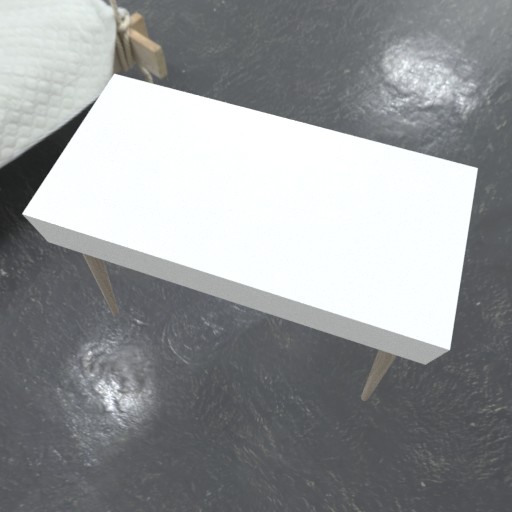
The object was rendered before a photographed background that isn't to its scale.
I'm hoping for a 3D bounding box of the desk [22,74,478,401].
[{"bbox_3d":[0.000,0.000,1.375,0.979,0.723,0.491,17,66,8],"label":"desk"}]
